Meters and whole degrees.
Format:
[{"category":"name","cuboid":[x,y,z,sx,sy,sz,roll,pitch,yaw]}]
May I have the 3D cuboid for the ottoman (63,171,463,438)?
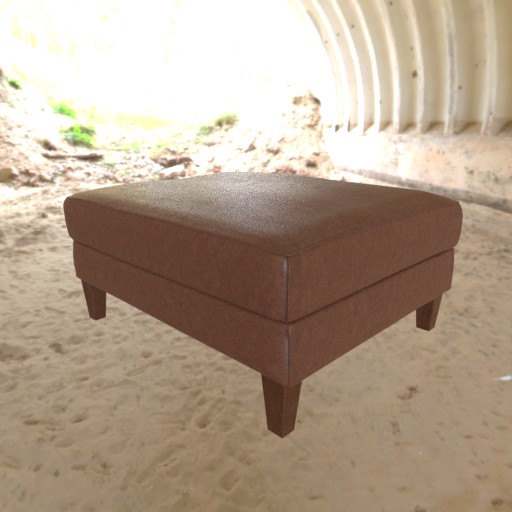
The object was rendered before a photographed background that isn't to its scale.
[{"category":"ottoman","cuboid":[0.000,0.000,1.437,0.987,0.472,0.836,16,22,42]}]
